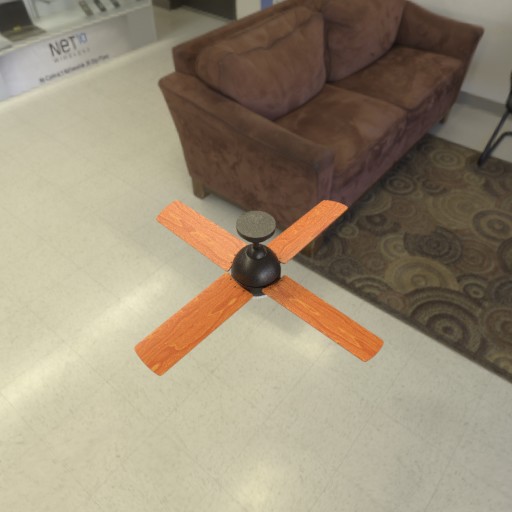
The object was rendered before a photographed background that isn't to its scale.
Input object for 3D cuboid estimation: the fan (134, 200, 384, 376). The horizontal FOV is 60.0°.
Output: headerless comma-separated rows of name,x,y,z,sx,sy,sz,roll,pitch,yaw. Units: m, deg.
fan,0.000,0.000,2.036,1.332,0.403,1.332,33,55,27
